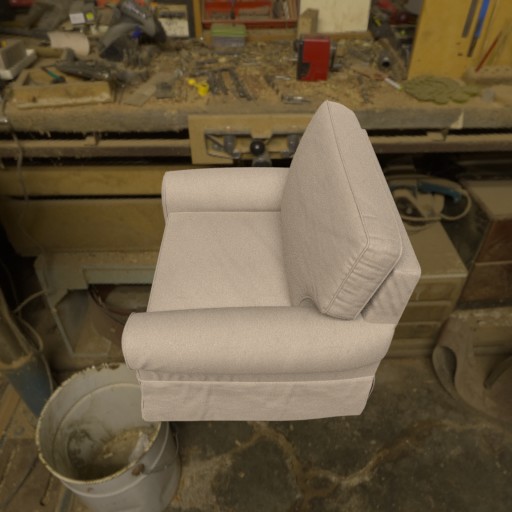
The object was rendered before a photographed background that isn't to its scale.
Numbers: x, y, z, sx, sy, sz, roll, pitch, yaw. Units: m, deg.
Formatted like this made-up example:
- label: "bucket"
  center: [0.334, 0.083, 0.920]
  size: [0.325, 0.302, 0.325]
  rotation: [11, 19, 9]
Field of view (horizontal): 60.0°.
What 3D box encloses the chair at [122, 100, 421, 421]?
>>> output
- label: "chair"
  center: [0.000, 0.000, 1.898]
  size: [0.988, 1.017, 1.135]
  rotation: [0, 43, 0]
